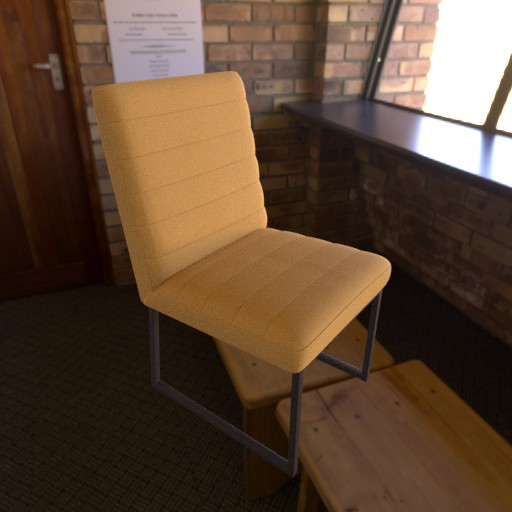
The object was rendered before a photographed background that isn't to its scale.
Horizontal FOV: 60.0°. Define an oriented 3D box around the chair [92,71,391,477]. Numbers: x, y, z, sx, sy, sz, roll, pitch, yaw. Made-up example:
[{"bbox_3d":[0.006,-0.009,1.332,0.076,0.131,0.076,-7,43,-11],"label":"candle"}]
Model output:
[{"bbox_3d":[0.000,0.000,1.270,0.634,0.930,0.520,19,33,33],"label":"chair"}]
